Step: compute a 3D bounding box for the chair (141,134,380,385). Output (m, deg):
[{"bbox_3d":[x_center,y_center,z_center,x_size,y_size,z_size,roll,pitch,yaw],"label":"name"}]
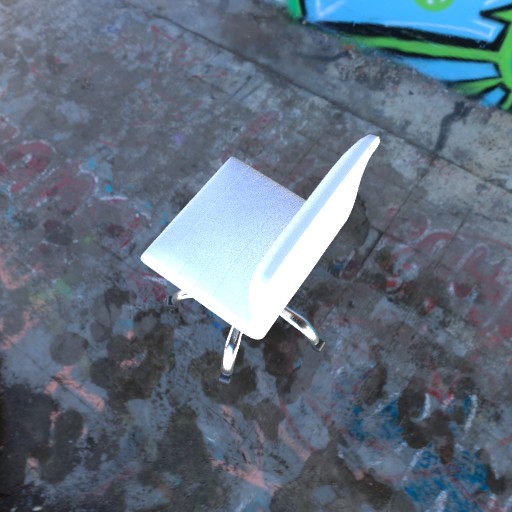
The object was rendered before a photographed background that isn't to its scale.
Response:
[{"bbox_3d":[0.000,0.000,1.169,0.530,0.780,0.556,32,68,15],"label":"chair"}]
